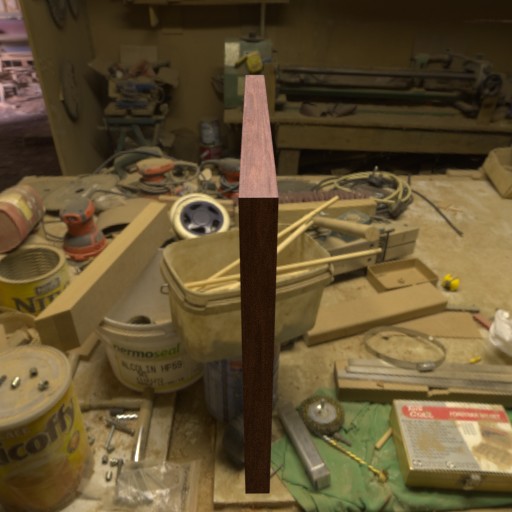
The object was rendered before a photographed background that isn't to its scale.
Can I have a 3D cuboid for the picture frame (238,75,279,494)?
[{"bbox_3d":[0.000,0.000,0.522,0.025,0.330,0.381,0,33,0],"label":"picture frame"}]
